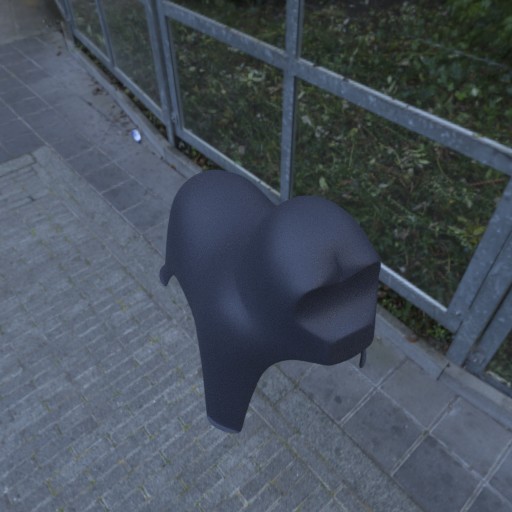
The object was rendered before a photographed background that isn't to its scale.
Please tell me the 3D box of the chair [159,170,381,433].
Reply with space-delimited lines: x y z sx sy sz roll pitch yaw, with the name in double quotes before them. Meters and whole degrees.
"chair" 0.000 0.000 1.117 0.490 0.600 0.758 -21 49 -19
